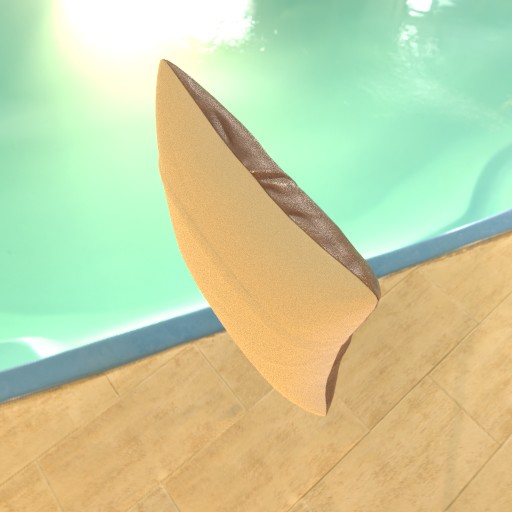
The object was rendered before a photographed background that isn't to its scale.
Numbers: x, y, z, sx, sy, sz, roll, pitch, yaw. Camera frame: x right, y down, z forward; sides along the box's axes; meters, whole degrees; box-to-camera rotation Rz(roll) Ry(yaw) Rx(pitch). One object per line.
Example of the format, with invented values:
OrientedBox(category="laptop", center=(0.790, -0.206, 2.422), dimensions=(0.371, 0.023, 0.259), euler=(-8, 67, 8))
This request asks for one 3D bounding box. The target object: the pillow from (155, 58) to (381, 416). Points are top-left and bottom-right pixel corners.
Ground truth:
OrientedBox(category="pillow", center=(0.000, 0.000, 0.732), dimensions=(0.192, 0.470, 0.484), euler=(-29, 62, -17))
